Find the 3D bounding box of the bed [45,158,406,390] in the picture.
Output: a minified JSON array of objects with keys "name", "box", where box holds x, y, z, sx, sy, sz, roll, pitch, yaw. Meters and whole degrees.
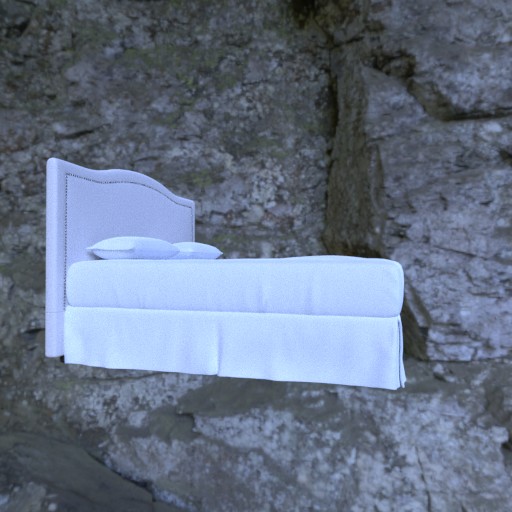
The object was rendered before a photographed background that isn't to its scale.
[{"name":"bed","box":[0.000,0.000,3.481,2.182,1.421,2.083,0,-1,17]}]
